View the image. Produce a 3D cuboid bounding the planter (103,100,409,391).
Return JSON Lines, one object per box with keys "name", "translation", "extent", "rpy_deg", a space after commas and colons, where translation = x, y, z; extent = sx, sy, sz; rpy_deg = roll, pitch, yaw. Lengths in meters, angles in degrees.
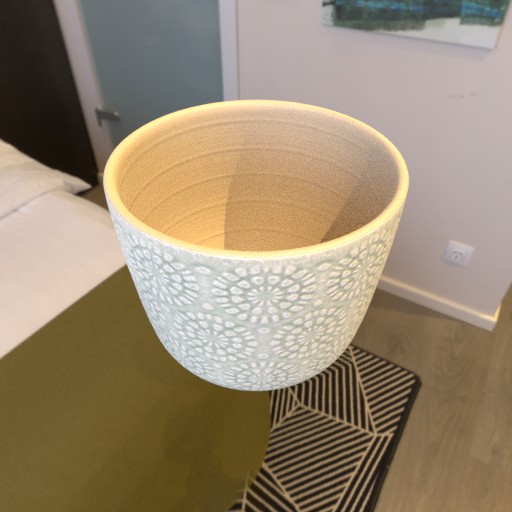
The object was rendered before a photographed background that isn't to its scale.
{"name": "planter", "translation": [0.000, 0.000, 0.220], "extent": [0.124, 0.109, 0.124], "rpy_deg": [0, 42, 0]}
